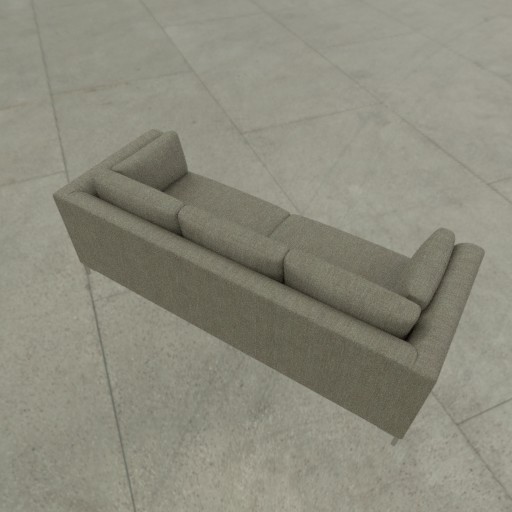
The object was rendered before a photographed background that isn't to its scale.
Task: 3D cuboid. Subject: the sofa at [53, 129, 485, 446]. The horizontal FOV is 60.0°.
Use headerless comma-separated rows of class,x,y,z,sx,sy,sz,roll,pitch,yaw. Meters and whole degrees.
sofa,0.000,0.000,2.834,2.415,0.867,0.969,24,51,22
